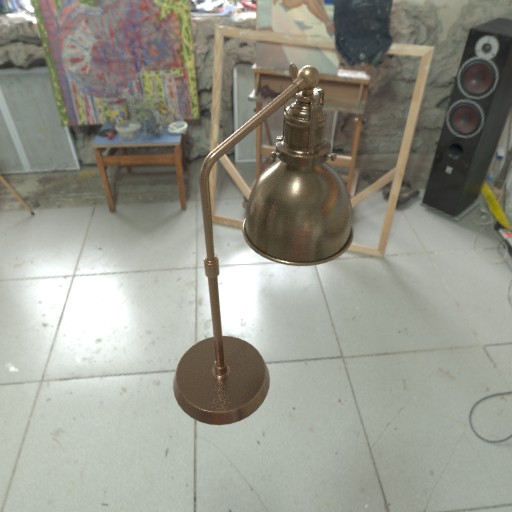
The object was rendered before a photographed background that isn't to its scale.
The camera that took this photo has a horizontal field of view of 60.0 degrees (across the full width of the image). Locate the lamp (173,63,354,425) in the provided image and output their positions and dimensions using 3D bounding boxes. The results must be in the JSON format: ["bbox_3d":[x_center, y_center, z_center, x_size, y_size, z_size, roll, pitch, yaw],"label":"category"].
[{"bbox_3d":[0.000,0.000,0.581,0.286,0.456,0.153,-25,47,-25],"label":"lamp"}]
